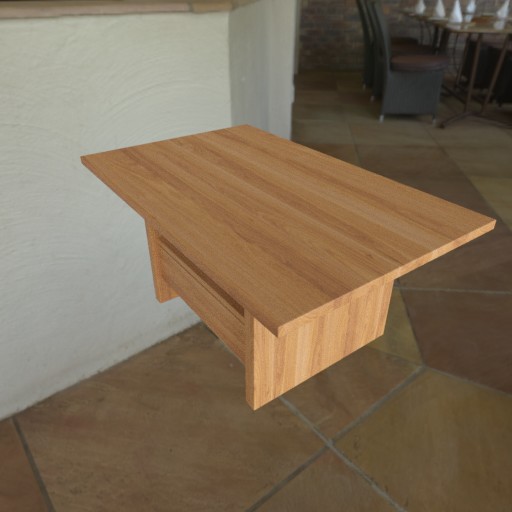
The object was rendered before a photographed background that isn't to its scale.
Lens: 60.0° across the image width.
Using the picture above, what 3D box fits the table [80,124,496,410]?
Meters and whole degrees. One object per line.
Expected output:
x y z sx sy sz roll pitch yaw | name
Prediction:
0.000 0.000 1.454 0.700 0.510 1.100 -21 37 -30 | table
